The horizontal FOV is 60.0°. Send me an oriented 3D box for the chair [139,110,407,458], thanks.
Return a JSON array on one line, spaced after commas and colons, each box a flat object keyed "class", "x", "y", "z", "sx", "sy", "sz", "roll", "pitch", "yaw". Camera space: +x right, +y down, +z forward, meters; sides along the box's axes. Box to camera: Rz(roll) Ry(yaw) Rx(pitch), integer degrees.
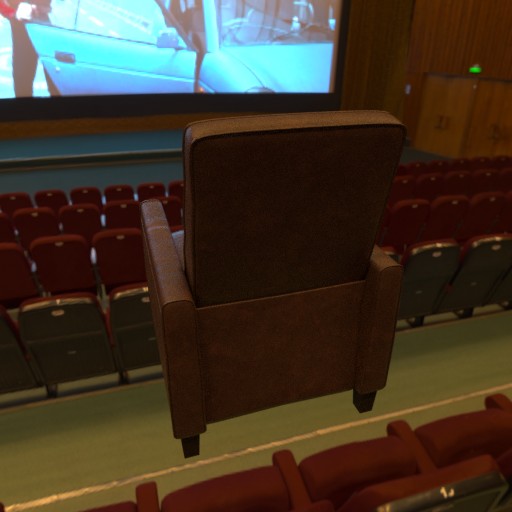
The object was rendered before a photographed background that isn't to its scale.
[{"class": "chair", "x": 0.000, "y": 0.000, "z": 1.484, "sx": 0.705, "sy": 1.013, "sz": 0.746, "roll": -8, "pitch": 28, "yaw": -15}]
